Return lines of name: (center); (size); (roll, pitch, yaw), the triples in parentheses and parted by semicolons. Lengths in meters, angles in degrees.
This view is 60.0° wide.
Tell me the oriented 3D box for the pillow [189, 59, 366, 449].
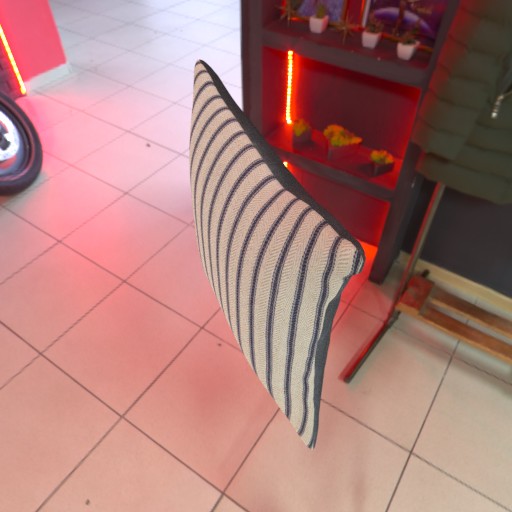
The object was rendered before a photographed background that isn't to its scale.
pillow: (0.000, 0.000, 0.693); (0.138, 0.444, 0.468); (-17, 49, -16)
